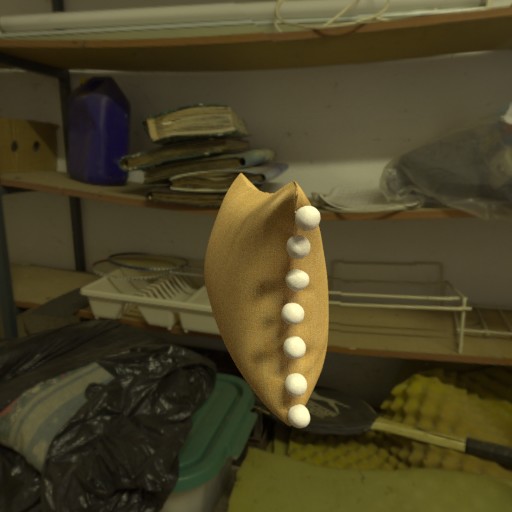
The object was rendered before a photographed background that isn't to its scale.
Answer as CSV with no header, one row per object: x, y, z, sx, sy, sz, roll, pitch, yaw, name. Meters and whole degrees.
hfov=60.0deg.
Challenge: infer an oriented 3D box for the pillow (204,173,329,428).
0.000,0.000,0.860,0.201,0.322,0.709,-2,13,-7,pillow
